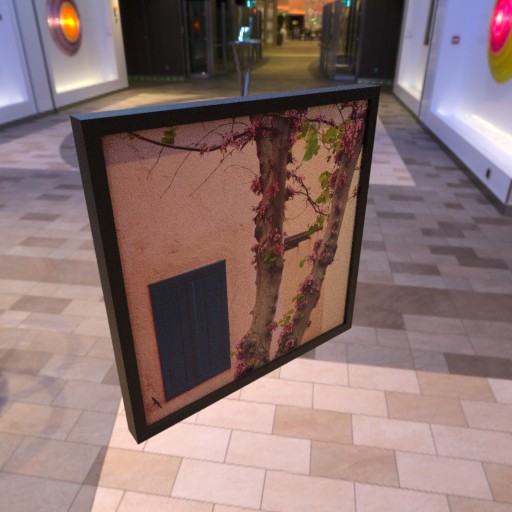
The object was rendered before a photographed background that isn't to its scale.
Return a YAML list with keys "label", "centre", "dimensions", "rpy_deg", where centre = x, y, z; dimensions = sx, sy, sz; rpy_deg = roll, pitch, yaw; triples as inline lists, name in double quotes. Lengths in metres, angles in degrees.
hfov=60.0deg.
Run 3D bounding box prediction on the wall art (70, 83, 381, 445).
- label: "wall art"
  centre: [0.000, 0.000, 0.747]
  dimensions: [0.508, 0.508, 0.038]
  rpy_deg: [-20, 33, -33]
